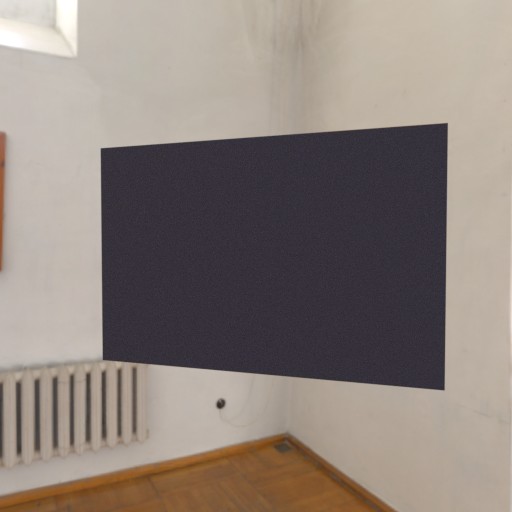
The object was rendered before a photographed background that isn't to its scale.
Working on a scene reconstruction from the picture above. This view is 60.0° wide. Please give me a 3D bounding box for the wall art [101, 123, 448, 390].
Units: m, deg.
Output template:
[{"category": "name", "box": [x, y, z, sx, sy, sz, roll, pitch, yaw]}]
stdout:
[{"category": "wall art", "box": [0.000, 0.000, 1.149, 0.908, 0.604, 0.037, 0, 2, 17]}]
